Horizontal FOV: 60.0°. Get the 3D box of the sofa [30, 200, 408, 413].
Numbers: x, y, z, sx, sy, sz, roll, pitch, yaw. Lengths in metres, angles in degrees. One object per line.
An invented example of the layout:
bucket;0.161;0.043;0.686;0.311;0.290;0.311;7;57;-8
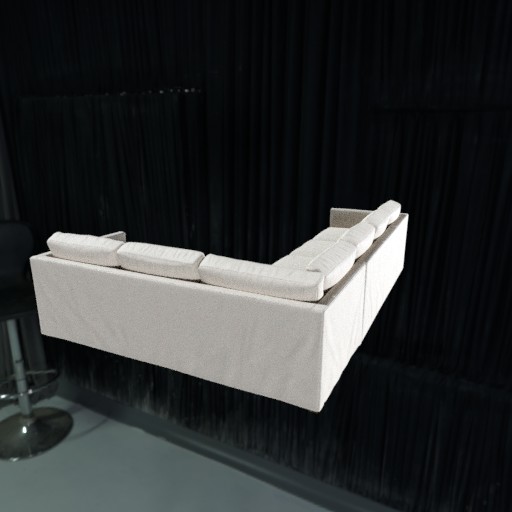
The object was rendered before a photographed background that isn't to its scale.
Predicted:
sofa;0.000;0.000;4.404;2.432;0.871;3.182;8;18;25
